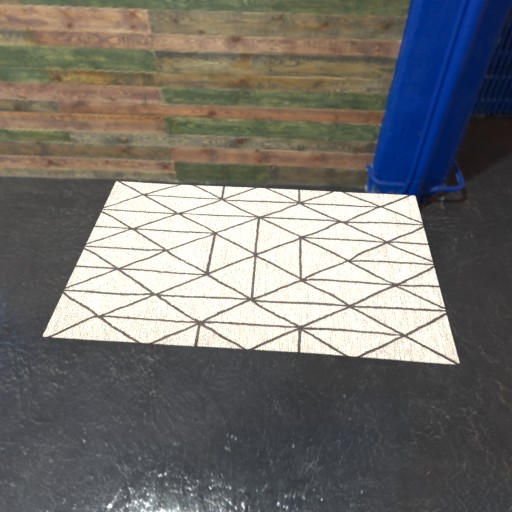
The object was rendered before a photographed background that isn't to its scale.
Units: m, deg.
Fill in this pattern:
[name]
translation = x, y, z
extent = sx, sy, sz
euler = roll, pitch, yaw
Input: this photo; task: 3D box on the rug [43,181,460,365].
[rug]
translation = 0.000, 0.000, 3.127
extent = 2.465, 0.008, 1.526
euler = 3, 47, 3
